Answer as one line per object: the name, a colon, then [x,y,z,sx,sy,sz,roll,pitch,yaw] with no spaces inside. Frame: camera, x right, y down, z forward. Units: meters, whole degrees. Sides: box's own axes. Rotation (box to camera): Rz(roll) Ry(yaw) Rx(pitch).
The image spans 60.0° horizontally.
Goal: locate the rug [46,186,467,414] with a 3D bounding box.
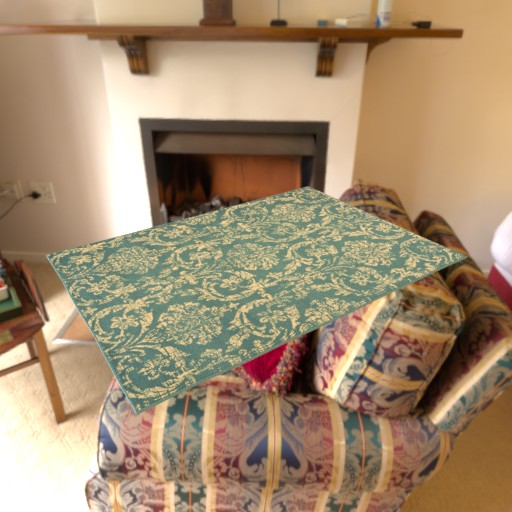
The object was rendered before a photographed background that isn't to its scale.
rug: [0.000,0.000,2.833,2.205,0.012,1.554,-19,34,-30]
